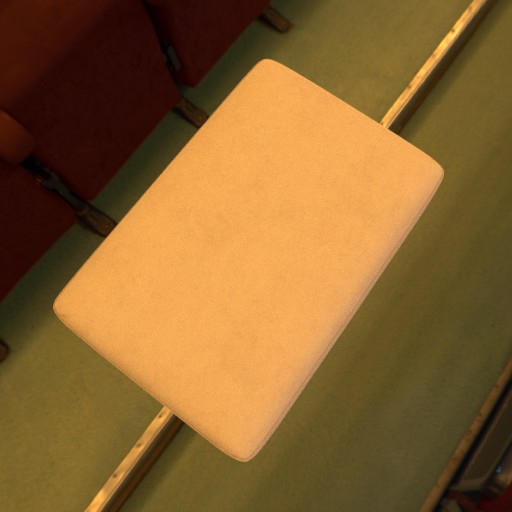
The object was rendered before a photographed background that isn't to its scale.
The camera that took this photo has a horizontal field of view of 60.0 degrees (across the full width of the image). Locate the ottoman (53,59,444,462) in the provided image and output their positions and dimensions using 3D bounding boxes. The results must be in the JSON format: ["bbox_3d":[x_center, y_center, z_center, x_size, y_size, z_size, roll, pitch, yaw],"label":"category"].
[{"bbox_3d":[0.000,0.000,1.217,0.584,0.483,0.864,35,78,9],"label":"ottoman"}]
